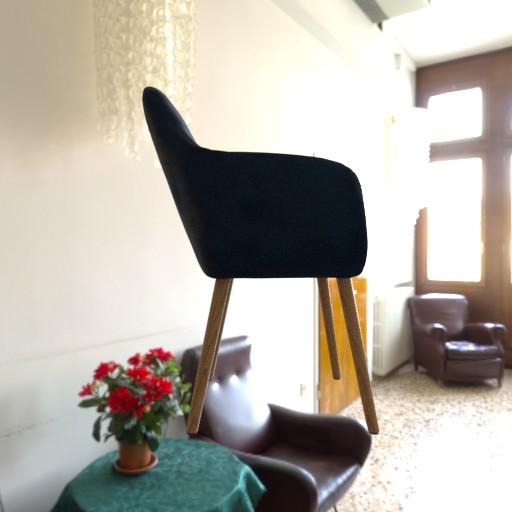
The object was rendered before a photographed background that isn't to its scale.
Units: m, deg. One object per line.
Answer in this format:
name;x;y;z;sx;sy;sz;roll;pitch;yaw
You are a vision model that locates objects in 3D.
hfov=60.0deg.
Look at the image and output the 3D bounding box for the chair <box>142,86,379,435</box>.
chair;0.000;0.000;1.254;0.573;0.826;0.578;0;1;-1
